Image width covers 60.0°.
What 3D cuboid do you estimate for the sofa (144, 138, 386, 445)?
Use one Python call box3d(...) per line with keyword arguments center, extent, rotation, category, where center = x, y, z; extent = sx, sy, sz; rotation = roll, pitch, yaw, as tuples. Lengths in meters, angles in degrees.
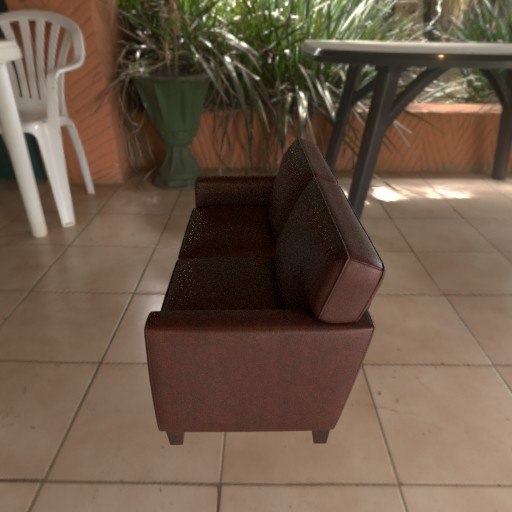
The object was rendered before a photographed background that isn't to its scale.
box3d(center=(0.000, 0.000, 2.472), extent=(0.912, 0.928, 1.876), rotation=(0, 28, -1), category="sofa")
